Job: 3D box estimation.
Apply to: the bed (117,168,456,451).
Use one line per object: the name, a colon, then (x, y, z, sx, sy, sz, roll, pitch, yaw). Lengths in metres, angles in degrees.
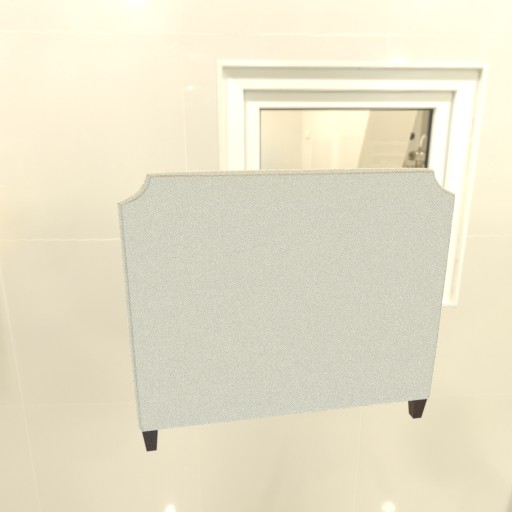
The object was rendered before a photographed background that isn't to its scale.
bed: (0.000, 0.000, 3.414, 1.712, 1.497, 2.372, -3, 16, -10)
